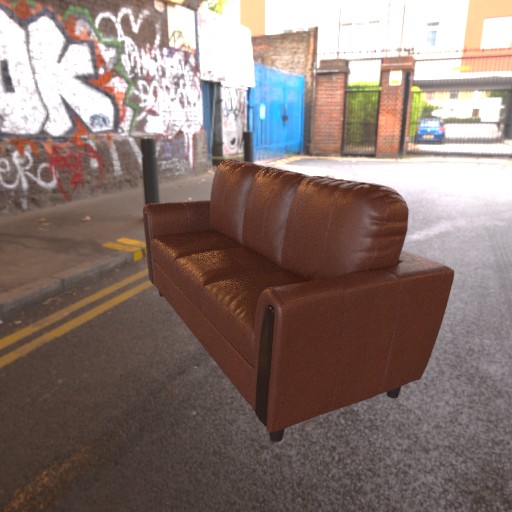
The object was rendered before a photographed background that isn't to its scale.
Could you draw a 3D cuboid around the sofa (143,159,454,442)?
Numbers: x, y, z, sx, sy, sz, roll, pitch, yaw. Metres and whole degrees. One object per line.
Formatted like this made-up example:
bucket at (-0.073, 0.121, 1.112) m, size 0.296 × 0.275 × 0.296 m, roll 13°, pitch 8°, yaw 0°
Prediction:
sofa at (0.000, 0.000, 2.357) m, size 0.802 × 0.915 × 1.862 m, roll -8°, pitch 19°, yaw -25°
